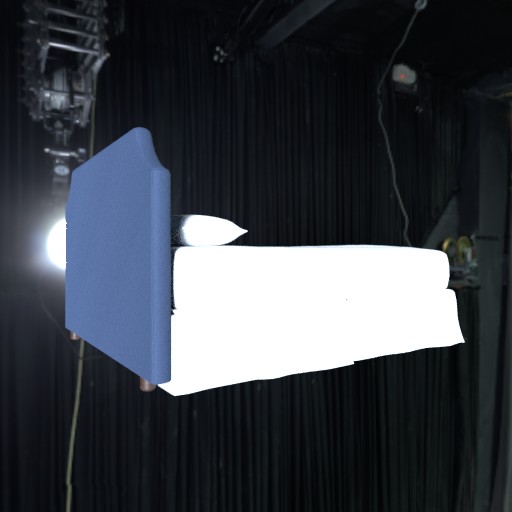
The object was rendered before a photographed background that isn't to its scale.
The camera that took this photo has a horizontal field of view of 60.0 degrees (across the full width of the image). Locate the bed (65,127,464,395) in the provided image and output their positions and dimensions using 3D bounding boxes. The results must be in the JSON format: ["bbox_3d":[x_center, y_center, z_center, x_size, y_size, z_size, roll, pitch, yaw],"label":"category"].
[{"bbox_3d":[0.000,0.000,3.963,2.773,1.488,2.350,0,0,-34],"label":"bed"}]
